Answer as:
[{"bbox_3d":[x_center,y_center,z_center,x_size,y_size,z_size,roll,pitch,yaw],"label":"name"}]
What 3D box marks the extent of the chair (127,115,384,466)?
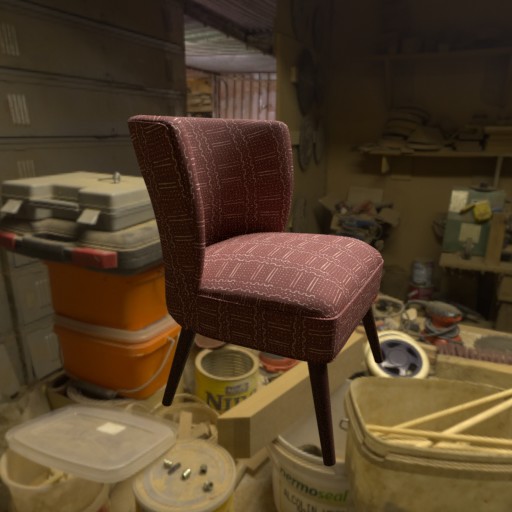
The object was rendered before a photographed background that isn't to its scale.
[{"bbox_3d":[0.000,0.000,1.428,0.758,0.866,0.706,8,18,26],"label":"chair"}]
